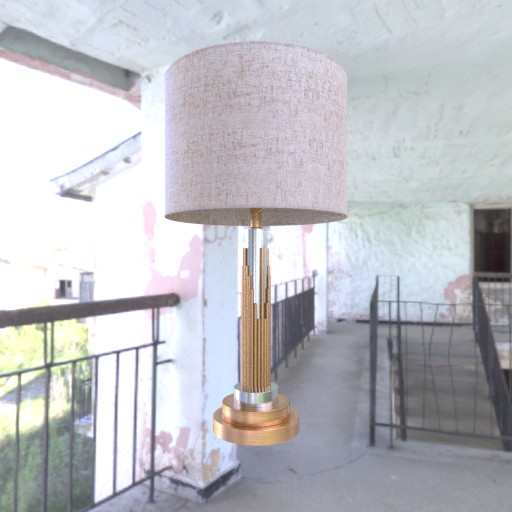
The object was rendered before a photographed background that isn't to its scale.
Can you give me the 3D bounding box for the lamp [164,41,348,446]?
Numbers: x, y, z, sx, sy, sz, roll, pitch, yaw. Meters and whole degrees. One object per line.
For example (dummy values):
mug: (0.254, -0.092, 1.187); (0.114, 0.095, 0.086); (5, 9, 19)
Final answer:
lamp: (0.000, 0.000, 0.790); (0.321, 0.610, 0.321); (-1, -1, 37)
